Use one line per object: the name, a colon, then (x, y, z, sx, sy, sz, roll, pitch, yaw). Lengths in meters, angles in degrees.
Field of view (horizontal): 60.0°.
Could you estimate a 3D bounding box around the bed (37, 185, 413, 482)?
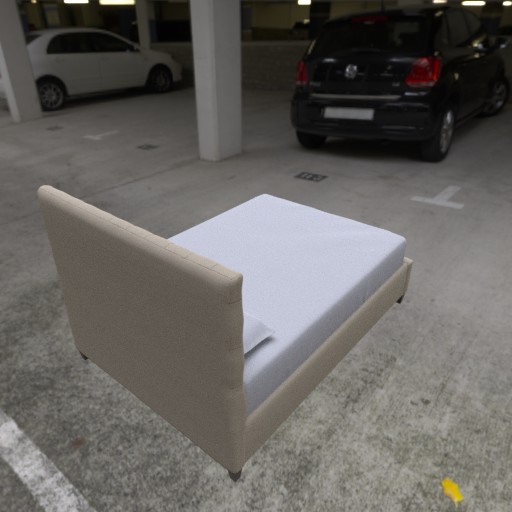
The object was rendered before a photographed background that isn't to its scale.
bed: (0.000, 0.000, 3.467, 1.698, 1.427, 2.387, 23, 37, 34)
